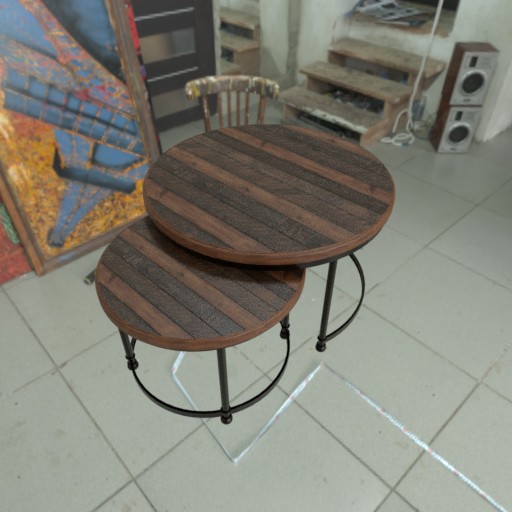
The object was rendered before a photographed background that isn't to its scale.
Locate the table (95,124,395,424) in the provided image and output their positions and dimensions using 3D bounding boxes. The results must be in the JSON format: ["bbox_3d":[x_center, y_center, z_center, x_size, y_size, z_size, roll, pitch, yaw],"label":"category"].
[{"bbox_3d":[0.000,0.000,1.617,0.870,0.516,1.152,12,42,14],"label":"table"}]
